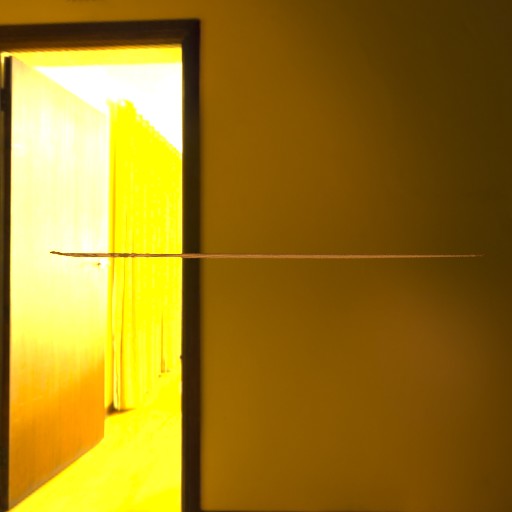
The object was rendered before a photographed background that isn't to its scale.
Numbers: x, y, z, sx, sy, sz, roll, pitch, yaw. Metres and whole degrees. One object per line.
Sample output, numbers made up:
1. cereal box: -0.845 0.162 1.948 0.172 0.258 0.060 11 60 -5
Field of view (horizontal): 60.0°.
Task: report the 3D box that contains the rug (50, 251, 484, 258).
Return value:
1. rug: 0.000 0.000 2.335 1.875 0.013 1.162 0 -1 -17
